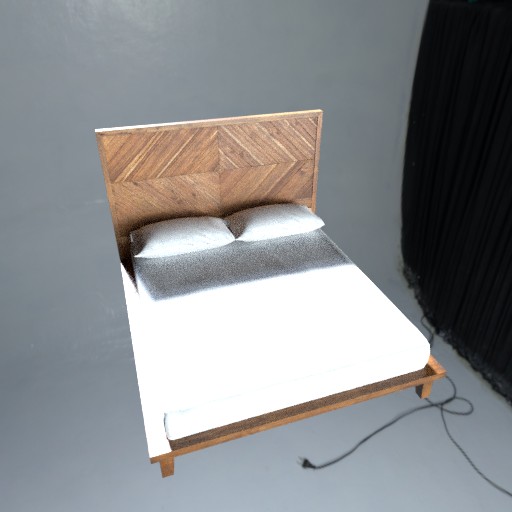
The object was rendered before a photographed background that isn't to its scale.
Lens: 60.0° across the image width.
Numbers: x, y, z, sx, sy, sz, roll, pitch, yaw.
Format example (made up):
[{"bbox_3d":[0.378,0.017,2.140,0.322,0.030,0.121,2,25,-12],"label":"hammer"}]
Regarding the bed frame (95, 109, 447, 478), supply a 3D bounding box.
[{"bbox_3d":[0.000,0.000,3.431,2.038,1.537,2.235,-10,34,-16],"label":"bed frame"}]
